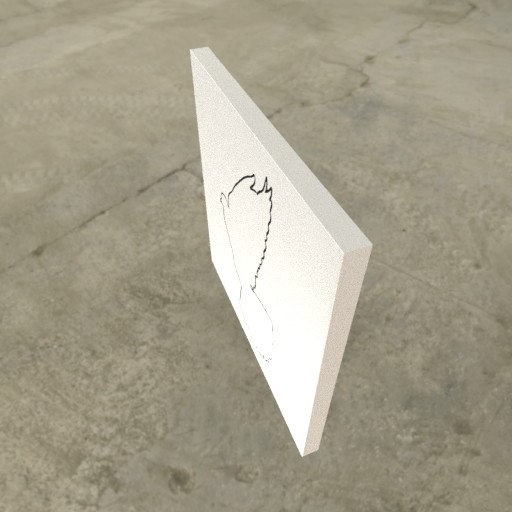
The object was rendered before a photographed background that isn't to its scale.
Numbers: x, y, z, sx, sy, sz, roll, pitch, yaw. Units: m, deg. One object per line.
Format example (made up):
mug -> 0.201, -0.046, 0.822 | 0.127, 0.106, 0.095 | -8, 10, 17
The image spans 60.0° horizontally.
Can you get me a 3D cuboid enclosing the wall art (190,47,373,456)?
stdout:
wall art -> 0.000, 0.000, 0.909 | 0.038, 0.610, 0.610 | -16, 48, -15
